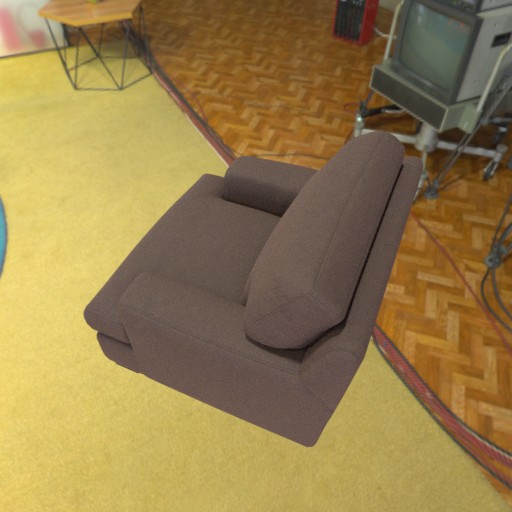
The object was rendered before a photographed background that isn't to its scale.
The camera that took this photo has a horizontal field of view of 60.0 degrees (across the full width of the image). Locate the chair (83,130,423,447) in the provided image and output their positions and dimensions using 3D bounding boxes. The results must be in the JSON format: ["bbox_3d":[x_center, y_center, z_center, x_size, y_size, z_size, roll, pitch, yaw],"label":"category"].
[{"bbox_3d":[0.000,0.000,1.989,1.143,0.940,1.168,18,49,16],"label":"chair"}]
